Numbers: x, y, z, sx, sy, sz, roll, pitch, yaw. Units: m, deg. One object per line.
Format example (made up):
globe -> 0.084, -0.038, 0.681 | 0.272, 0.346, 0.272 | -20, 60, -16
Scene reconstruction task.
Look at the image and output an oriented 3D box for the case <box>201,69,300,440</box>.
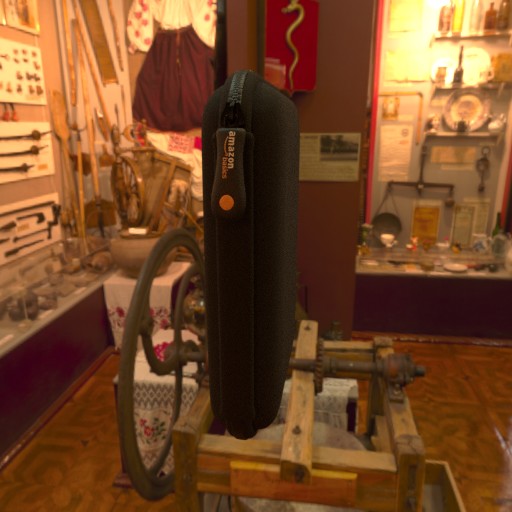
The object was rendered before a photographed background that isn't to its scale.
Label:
case -> 0.000, 0.000, 0.195 | 0.030, 0.147, 0.107 | 3, 16, 10
